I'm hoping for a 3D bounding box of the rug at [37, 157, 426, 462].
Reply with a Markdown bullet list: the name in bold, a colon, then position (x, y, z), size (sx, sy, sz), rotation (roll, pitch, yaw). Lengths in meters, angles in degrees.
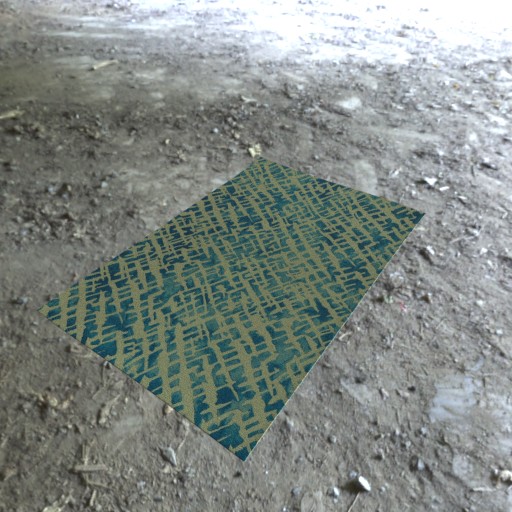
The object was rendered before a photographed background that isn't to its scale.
- **rug**: position (0.000, 0.000, 2.368), size (1.209, 0.011, 1.830), rotation (25, 47, 26)
